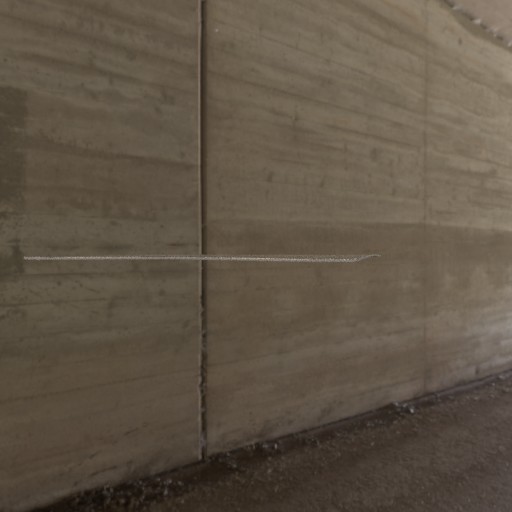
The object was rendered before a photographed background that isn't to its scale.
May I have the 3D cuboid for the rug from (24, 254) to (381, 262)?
[{"bbox_3d":[0.000,0.000,2.223,1.149,0.021,1.773,0,0,18],"label":"rug"}]
